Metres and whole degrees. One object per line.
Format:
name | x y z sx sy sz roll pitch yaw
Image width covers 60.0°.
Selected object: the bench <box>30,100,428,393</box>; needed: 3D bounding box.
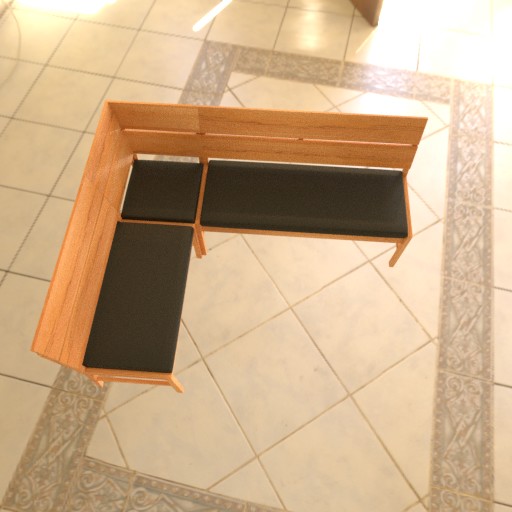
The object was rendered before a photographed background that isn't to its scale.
bench | 0.000 0.000 2.718 1.948 0.890 1.548 4 63 2
